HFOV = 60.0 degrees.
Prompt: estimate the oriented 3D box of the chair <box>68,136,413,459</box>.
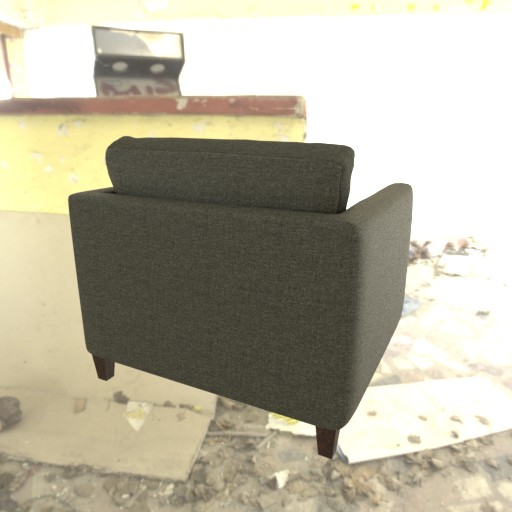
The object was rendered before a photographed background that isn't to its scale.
[{"bbox_3d":[0.000,0.000,1.840,1.107,0.963,0.959,8,19,26],"label":"chair"}]
